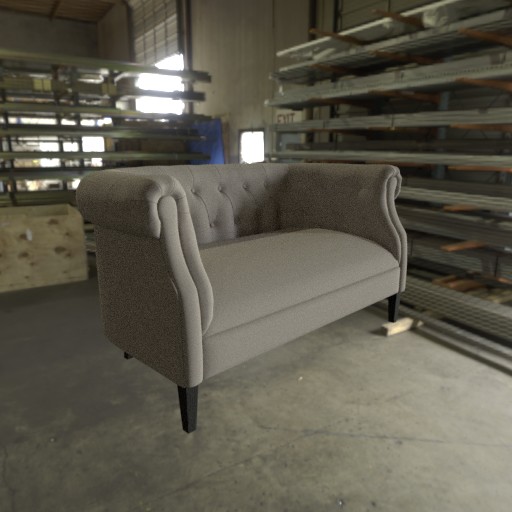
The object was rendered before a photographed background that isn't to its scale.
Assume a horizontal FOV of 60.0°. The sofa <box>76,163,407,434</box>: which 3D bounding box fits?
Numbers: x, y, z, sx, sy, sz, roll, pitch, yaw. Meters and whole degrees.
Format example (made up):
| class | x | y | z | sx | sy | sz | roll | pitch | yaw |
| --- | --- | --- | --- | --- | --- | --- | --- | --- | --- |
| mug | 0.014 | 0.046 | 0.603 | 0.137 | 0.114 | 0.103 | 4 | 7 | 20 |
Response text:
| class | x | y | z | sx | sy | sz | roll | pitch | yaw |
| --- | --- | --- | --- | --- | --- | --- | --- | --- | --- |
| sofa | 0.000 | 0.000 | 2.074 | 1.558 | 0.827 | 0.835 | -13 | 19 | -43 |
